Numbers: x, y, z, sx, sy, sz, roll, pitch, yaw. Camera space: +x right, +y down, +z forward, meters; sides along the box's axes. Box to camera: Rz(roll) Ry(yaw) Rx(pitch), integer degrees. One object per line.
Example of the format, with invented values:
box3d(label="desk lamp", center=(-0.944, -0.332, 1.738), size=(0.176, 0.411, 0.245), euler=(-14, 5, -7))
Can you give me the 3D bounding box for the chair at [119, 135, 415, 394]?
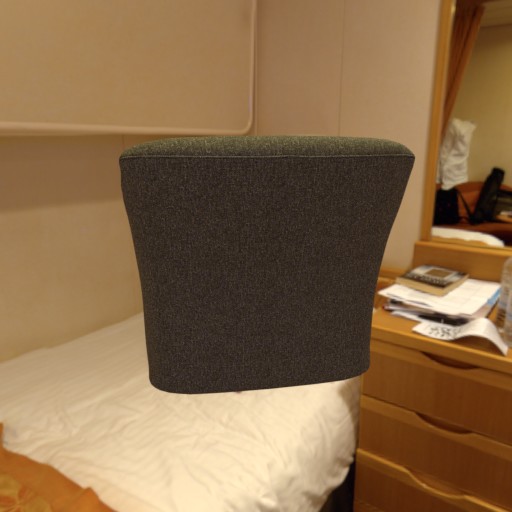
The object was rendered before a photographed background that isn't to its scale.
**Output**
box3d(label="chair", center=(0.000, 0.000, 1.650), size=(0.864, 0.856, 0.923), euler=(-2, 15, -9))
